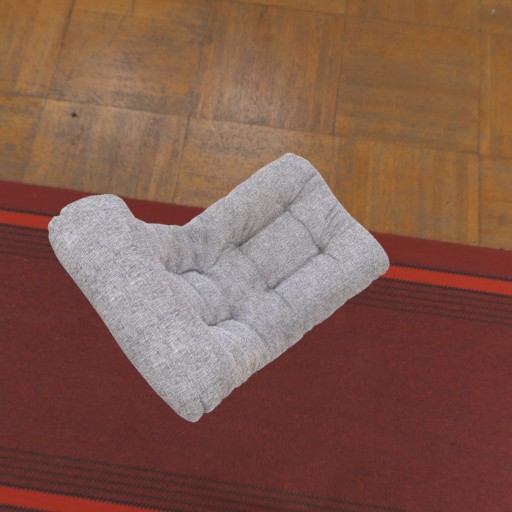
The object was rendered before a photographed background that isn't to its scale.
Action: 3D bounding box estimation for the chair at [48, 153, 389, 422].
[{"bbox_3d":[0.000,0.000,0.967,0.583,0.600,0.400,-36,78,-9],"label":"chair"}]
